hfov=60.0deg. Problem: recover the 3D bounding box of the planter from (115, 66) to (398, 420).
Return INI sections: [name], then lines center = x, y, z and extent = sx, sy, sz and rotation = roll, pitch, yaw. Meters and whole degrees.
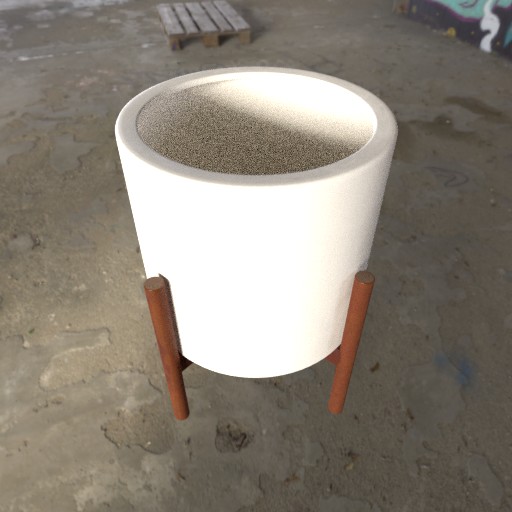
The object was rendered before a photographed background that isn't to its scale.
[planter]
center = 0.000, 0.000, 0.864
extent = 0.421, 0.581, 0.420
rotation = 1, 41, 1
